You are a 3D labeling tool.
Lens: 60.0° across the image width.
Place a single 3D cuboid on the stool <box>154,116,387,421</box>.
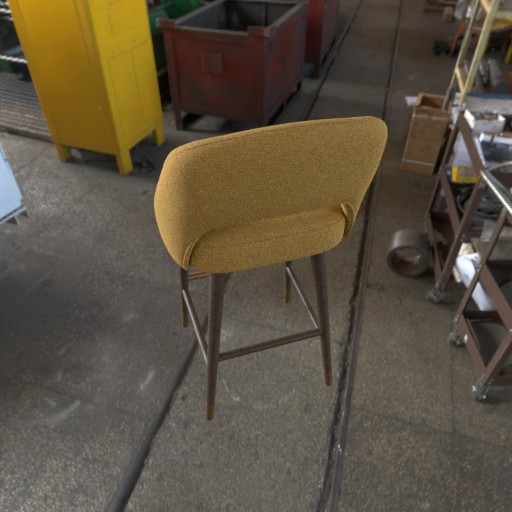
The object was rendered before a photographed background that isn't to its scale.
[{"bbox_3d":[0.000,0.000,1.322,0.536,1.032,0.522,-12,42,-13],"label":"stool"}]
